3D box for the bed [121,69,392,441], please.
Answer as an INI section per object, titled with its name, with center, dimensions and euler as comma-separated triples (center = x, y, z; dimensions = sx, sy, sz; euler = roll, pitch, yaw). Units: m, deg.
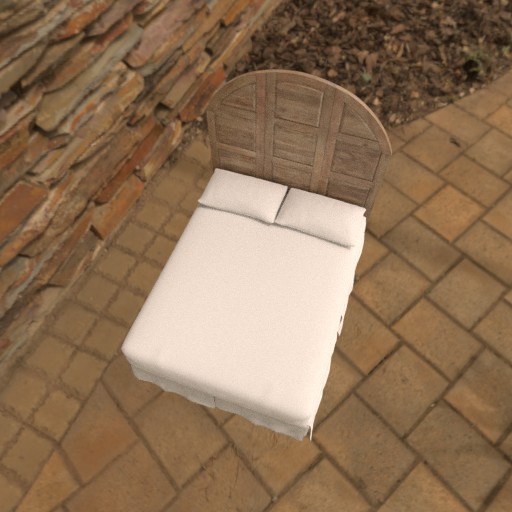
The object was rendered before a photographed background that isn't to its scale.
[bed]
center = 0.000, 0.000, 3.595
dimensions = 1.713, 2.002, 2.112
euler = 17, 59, 10
